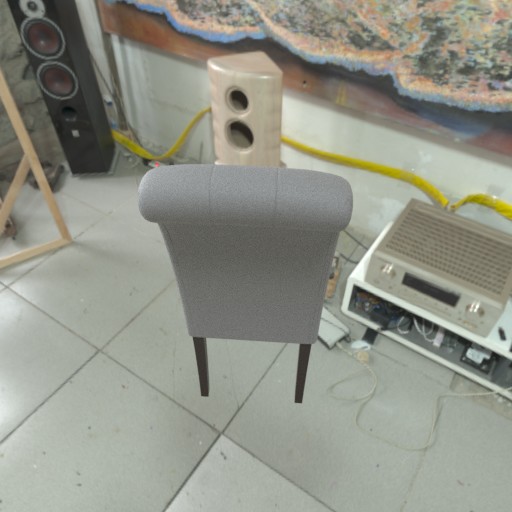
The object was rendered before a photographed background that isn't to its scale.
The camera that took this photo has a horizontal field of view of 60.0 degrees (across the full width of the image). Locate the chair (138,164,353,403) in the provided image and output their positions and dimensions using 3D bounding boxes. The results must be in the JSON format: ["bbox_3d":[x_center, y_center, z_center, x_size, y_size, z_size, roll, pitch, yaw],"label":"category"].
[{"bbox_3d":[0.000,0.000,1.377,0.456,1.006,0.671,3,46,3],"label":"chair"}]
